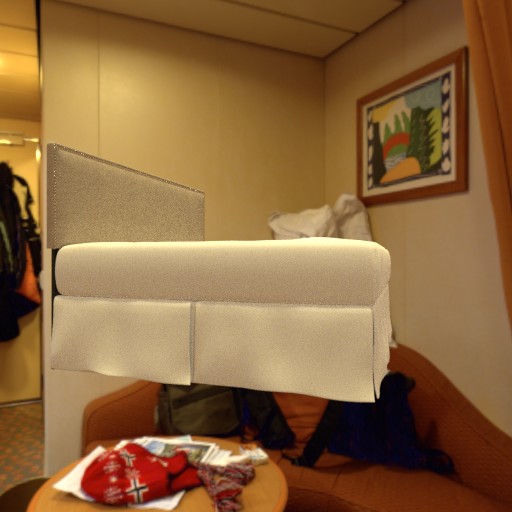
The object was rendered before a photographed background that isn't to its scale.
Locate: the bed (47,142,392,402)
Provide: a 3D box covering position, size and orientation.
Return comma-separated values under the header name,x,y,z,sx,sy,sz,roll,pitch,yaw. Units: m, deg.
name,x,y,z,sx,sy,sz,roll,pitch,yaw
bed,0.000,0.000,3.293,1.914,1.346,2.170,0,0,18
